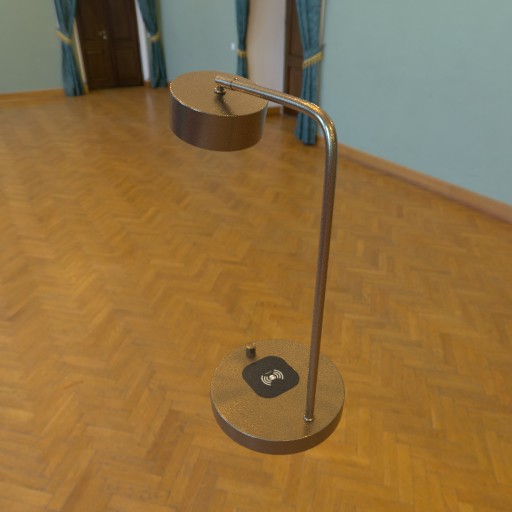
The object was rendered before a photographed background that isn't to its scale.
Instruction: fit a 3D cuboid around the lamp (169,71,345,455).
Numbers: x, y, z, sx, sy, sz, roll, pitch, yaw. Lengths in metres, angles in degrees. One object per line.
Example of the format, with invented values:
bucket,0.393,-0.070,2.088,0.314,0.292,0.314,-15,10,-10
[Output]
lamp,0.000,0.000,0.519,0.171,0.380,0.270,-18,35,-28
